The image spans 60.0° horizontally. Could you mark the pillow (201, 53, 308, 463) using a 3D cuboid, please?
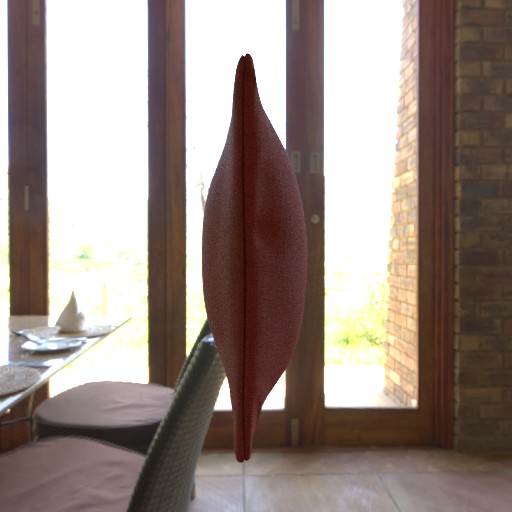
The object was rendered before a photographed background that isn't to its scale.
[{"bbox_3d":[0.000,0.000,0.661,0.151,0.416,0.435,0,0,1],"label":"pillow"}]
